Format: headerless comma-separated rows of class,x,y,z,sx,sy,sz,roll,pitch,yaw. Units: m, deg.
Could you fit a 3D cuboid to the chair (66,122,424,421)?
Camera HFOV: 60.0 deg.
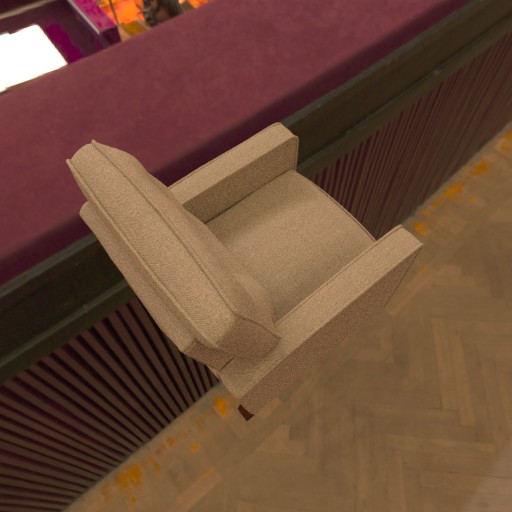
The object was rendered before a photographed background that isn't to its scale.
chair,0.000,0.000,1.366,0.754,0.888,0.648,-34,65,-19
